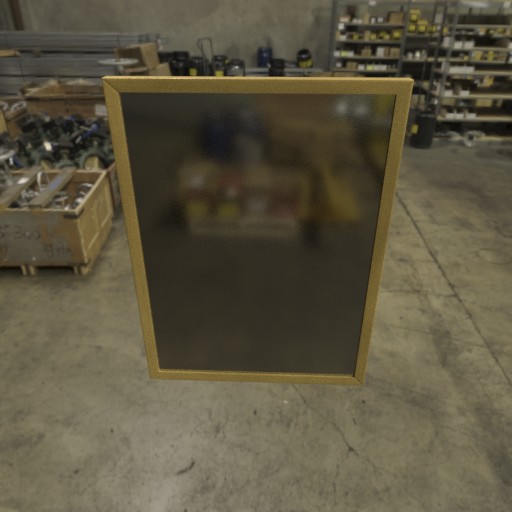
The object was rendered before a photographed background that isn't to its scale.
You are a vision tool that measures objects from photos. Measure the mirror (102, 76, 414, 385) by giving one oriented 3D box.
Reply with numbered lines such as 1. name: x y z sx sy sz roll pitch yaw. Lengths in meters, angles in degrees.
1. mirror: 0.000 0.000 1.349 0.762 1.016 0.040 1 30 2
